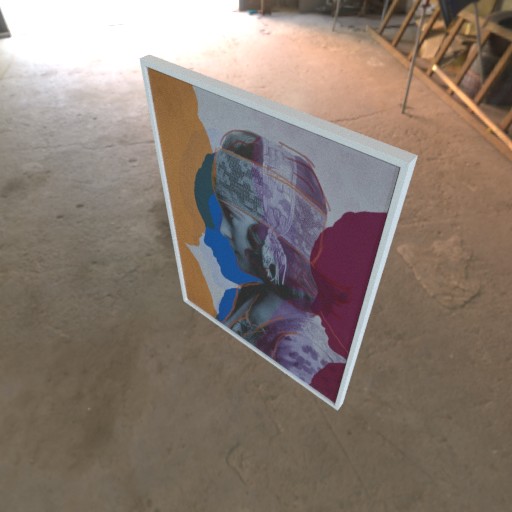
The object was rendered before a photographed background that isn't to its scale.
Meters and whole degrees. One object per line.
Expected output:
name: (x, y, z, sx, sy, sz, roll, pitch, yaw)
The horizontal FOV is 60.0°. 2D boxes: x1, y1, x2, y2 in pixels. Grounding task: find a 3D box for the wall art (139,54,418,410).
wall art: (0.000, 0.000, 1.413, 0.795, 1.050, 0.039, 30, 53, 26)
